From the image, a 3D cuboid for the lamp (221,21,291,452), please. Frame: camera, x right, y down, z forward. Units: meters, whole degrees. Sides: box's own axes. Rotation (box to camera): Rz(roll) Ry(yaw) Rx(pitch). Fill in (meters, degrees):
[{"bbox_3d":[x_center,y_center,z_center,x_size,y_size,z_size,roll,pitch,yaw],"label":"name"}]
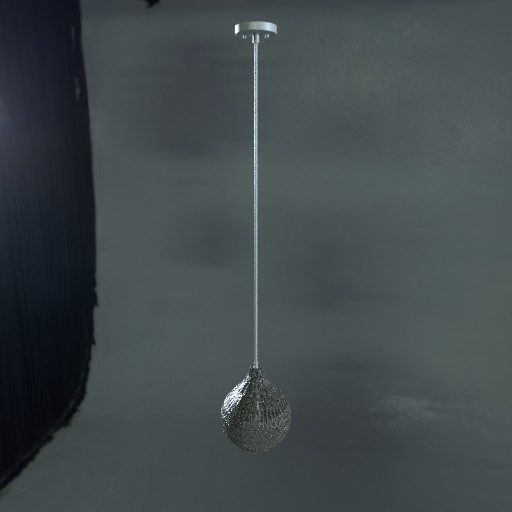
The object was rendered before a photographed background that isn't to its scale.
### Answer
[{"bbox_3d":[0.000,0.000,2.038,0.355,1.919,0.355,2,15,9],"label":"lamp"}]
